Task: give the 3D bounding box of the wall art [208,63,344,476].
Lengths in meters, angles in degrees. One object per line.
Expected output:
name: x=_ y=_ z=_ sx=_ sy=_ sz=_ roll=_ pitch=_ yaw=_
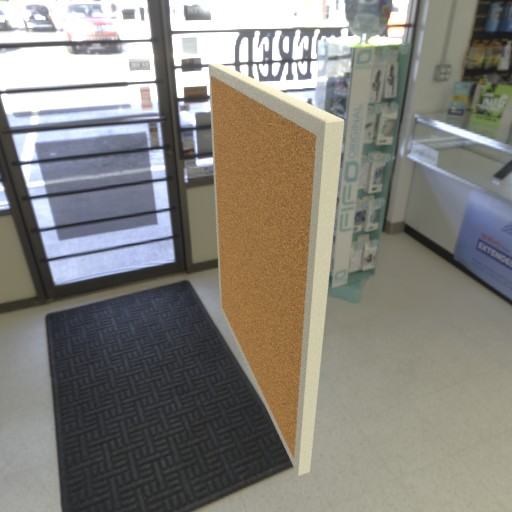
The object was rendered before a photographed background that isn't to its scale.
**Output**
wall art: x=0.000 y=0.000 z=0.729 sx=0.020 sy=0.536 sz=0.444 roll=-10 pitch=32 yaw=-17
